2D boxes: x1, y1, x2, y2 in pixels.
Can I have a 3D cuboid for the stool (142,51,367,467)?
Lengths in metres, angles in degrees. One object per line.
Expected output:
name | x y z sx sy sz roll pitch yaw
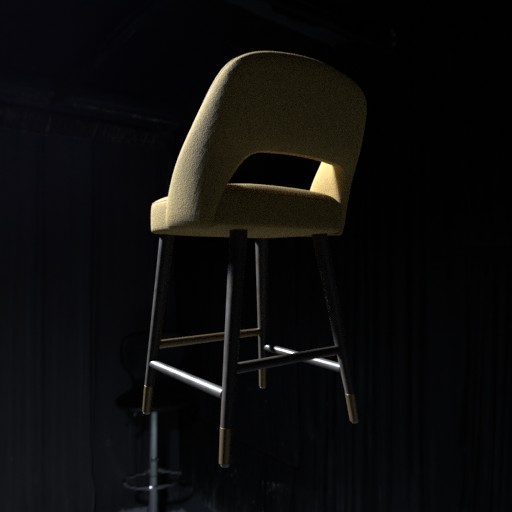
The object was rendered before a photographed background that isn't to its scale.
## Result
stool | 0.000 0.000 1.257 0.536 0.939 0.522 0 0 -37
